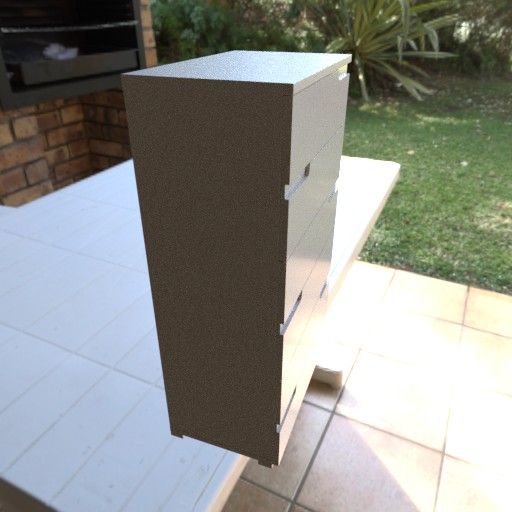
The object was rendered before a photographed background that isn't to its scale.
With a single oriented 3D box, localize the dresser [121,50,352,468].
[{"bbox_3d":[0.000,0.000,1.480,0.400,1.190,0.650,10,31,18],"label":"dresser"}]
